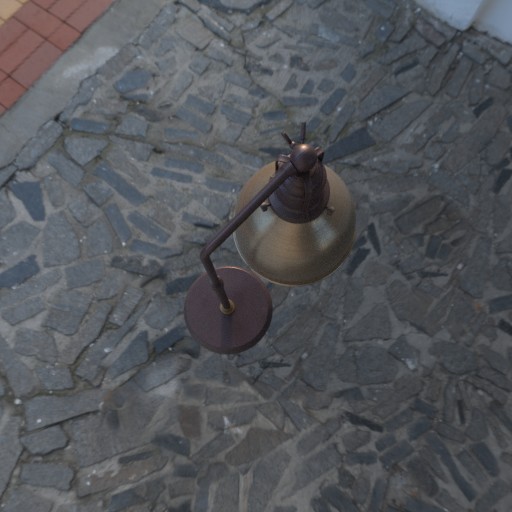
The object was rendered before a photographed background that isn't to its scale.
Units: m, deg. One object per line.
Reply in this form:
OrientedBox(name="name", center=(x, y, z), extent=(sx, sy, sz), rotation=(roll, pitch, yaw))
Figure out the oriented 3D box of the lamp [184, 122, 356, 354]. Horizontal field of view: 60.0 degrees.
OrientedBox(name="lamp", center=(0.000, 0.000, 0.607), extent=(0.298, 0.469, 0.175), rotation=(-34, 78, -8))
